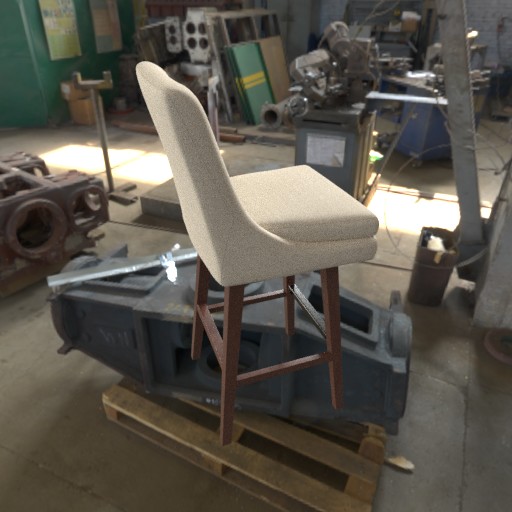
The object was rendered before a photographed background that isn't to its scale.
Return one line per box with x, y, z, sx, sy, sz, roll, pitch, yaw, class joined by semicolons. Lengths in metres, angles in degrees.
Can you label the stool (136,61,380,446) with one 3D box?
0.000;0.000;1.374;0.559;1.093;0.483;-11;32;-17;stool
